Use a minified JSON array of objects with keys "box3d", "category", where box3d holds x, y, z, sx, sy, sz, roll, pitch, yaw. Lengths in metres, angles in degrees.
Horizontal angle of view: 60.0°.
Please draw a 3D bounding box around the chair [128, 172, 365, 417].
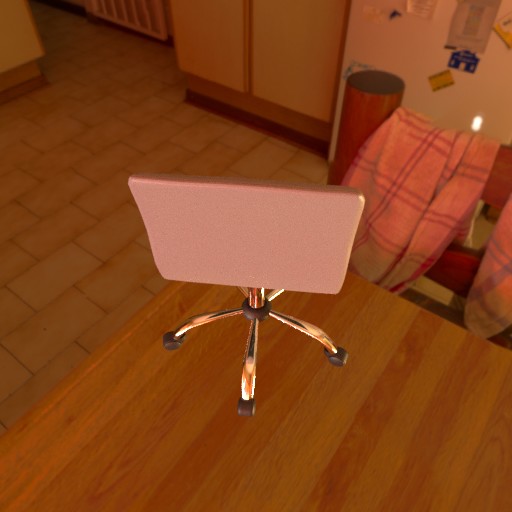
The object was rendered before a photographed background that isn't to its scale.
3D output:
[{"box3d":[0.000,0.000,1.128,0.569,0.750,0.542,5,48,4],"category":"chair"}]
